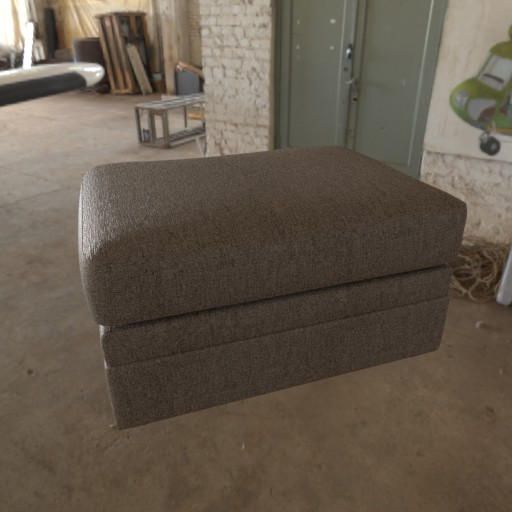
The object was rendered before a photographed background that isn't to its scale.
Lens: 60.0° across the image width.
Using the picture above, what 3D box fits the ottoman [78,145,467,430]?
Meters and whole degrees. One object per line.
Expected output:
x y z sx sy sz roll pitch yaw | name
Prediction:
0.000 0.000 1.235 0.885 0.478 0.637 -9 28 -17 | ottoman
